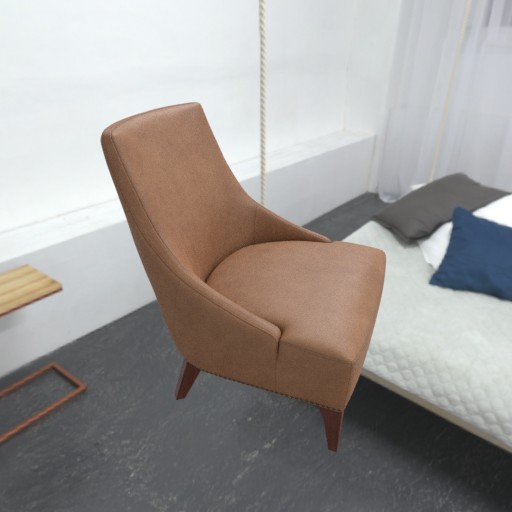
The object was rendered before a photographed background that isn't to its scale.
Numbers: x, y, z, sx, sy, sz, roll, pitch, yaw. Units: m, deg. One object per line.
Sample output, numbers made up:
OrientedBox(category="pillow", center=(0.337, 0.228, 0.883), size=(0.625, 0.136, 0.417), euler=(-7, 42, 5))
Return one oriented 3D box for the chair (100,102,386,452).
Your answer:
OrientedBox(category="chair", center=(0.000, 0.000, 1.543), size=(0.861, 0.909, 0.701), euler=(11, 30, 19))
